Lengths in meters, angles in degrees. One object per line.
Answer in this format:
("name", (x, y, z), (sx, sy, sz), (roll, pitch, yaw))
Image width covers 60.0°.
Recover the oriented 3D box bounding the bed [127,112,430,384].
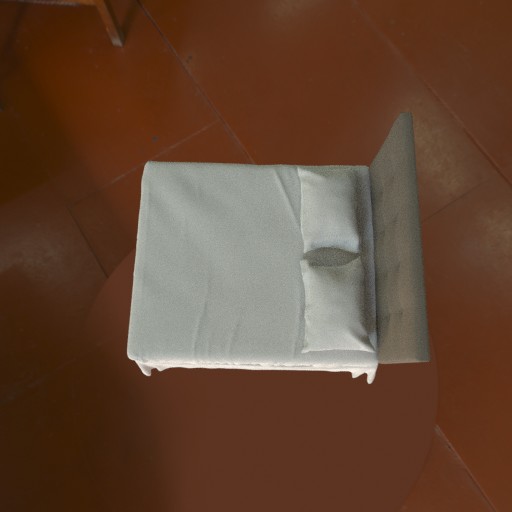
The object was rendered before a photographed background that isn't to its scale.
("bed", (0.000, 0.000, 3.507), (2.222, 1.577, 1.936), (1, 76, 0))
